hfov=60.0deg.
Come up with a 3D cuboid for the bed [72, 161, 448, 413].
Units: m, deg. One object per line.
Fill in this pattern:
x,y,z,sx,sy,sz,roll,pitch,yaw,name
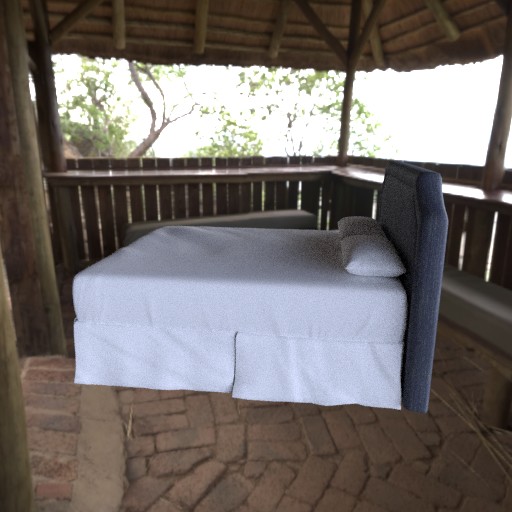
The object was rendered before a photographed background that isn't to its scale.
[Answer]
0.000,0.000,3.163,2.116,1.290,1.693,2,15,8,bed
